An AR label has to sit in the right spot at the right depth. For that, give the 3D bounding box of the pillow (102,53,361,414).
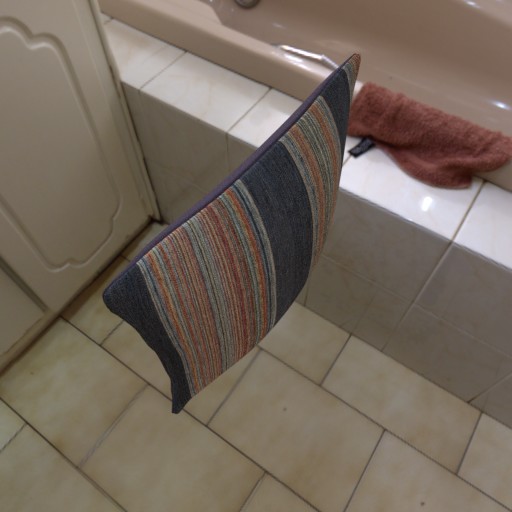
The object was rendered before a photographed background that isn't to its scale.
[{"bbox_3d":[0.000,0.000,0.635,0.136,0.419,0.437,32,63,19],"label":"pillow"}]
